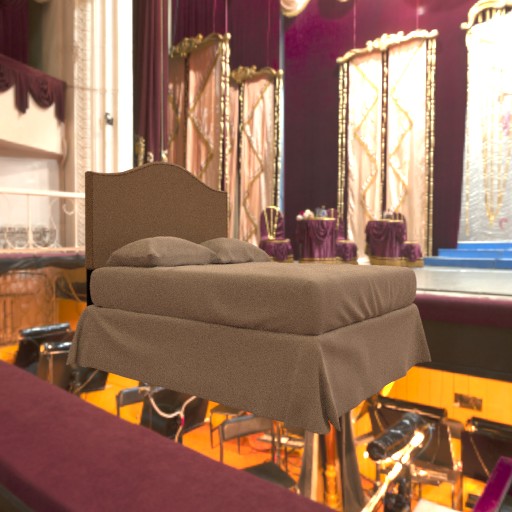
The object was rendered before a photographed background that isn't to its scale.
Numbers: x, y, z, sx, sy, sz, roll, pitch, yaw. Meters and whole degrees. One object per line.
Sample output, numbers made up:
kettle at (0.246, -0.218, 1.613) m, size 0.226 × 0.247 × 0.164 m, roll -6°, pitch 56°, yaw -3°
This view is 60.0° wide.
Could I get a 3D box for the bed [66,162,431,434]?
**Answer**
bed at (0.000, 0.000, 3.395) m, size 2.221 × 1.645 × 1.876 m, roll 1°, pitch 2°, yaw 37°
